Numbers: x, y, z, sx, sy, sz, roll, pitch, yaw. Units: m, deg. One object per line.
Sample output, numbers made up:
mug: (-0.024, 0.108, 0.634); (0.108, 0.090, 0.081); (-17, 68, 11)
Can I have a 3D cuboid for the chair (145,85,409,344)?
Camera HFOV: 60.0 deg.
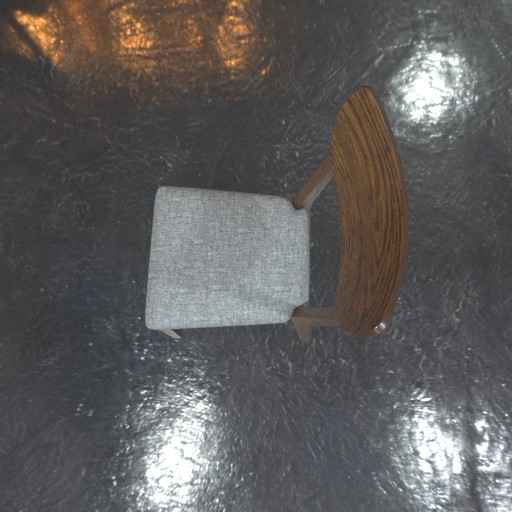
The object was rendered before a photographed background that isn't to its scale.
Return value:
chair: (0.000, 0.000, 1.214); (0.583, 0.849, 0.491); (1, 75, 0)
